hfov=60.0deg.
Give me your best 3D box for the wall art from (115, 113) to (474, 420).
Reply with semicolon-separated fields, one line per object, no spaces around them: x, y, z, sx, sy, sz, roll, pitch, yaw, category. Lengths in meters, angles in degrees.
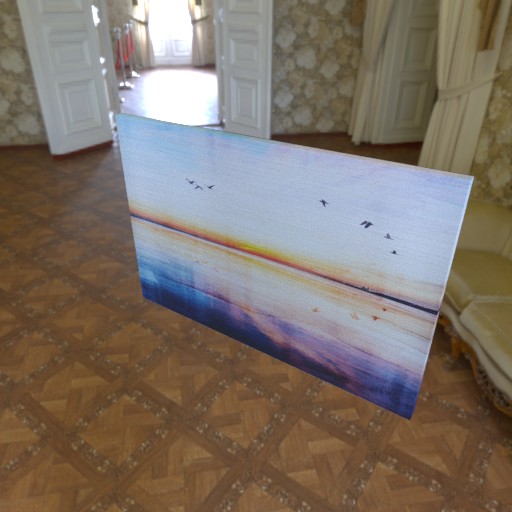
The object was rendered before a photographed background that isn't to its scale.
0.000;0.000;1.428;1.137;0.756;0.034;19;35;29;wall art
